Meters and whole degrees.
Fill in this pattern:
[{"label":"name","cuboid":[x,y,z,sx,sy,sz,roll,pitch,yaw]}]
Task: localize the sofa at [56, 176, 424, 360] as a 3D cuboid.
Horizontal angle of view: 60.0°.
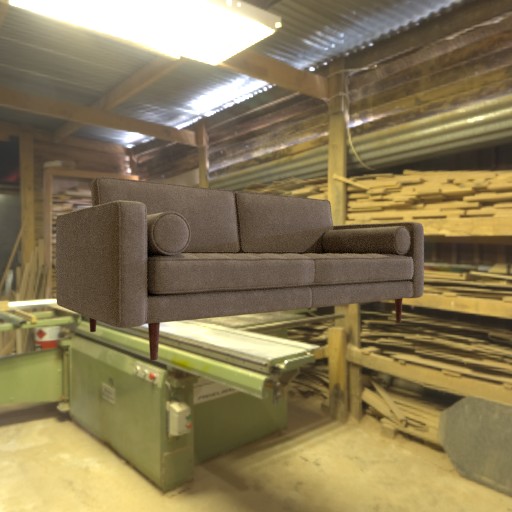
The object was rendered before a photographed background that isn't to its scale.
[{"label":"sofa","cuboid":[0.000,0.000,2.413,1.883,0.769,0.920,0,0,-37]}]
